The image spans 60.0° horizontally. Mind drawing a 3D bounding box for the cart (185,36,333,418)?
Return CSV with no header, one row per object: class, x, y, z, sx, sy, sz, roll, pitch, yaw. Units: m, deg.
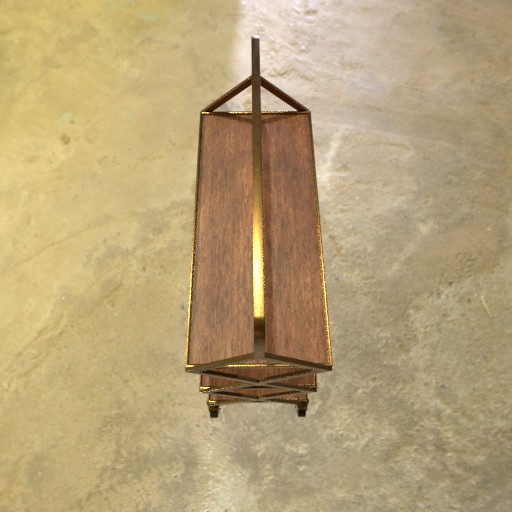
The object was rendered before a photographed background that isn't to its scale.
cart,0.000,0.000,1.171,0.313,0.805,0.723,-1,64,0
